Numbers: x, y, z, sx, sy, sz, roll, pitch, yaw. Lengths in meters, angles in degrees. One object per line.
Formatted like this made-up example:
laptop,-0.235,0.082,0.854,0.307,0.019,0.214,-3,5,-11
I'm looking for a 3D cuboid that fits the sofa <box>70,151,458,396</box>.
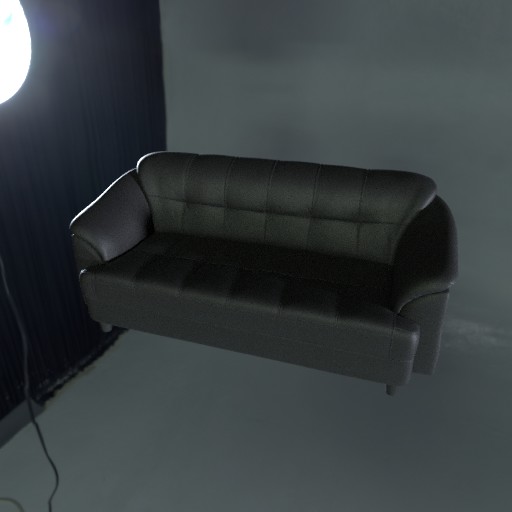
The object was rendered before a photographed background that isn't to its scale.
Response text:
sofa,0.000,0.000,2.244,1.829,0.811,0.800,8,27,17
